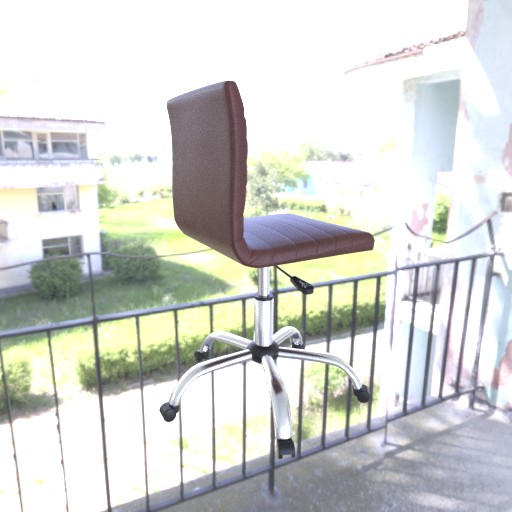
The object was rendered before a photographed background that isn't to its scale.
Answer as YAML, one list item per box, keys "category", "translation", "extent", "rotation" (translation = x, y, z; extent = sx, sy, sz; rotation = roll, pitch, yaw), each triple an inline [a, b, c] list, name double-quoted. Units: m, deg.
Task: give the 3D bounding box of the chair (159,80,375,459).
- category: "chair"
  translation: [0.000, 0.000, 1.124]
  extent: [0.530, 0.780, 0.556]
  rotation: [-7, 15, -26]
